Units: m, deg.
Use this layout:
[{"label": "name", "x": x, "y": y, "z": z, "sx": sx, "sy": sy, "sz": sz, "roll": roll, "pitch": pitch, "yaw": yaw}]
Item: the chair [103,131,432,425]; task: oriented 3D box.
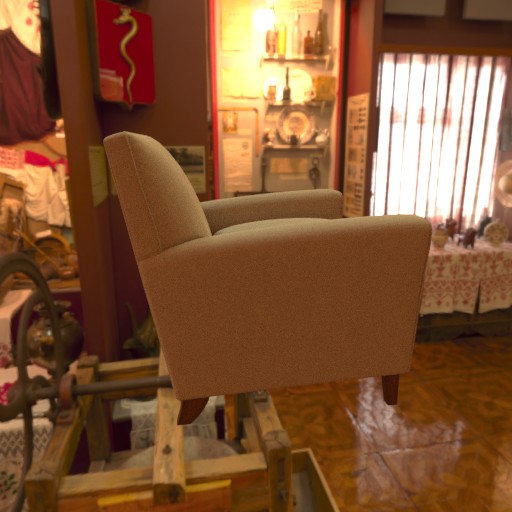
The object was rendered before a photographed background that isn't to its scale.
[{"label": "chair", "x": 0.000, "y": 0.000, "z": 1.598, "sx": 0.871, "sy": 0.846, "sz": 0.840, "roll": -2, "pitch": 15, "yaw": -9}]
